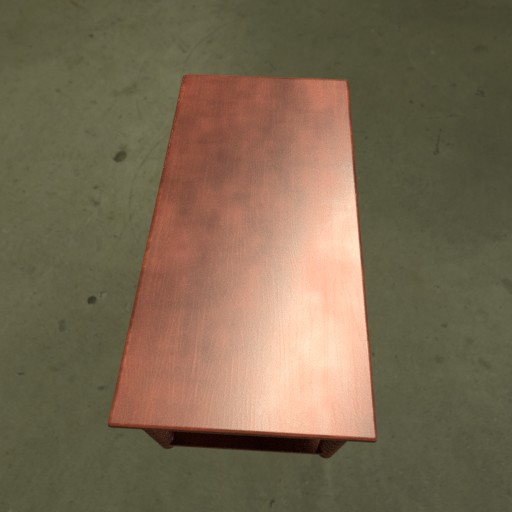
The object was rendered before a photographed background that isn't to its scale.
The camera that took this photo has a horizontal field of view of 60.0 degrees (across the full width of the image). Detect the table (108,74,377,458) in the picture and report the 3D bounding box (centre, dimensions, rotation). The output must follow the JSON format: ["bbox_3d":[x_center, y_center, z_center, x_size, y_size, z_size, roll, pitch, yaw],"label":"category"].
[{"bbox_3d":[0.000,0.000,1.436,0.580,0.485,1.171,3,58,2],"label":"table"}]
